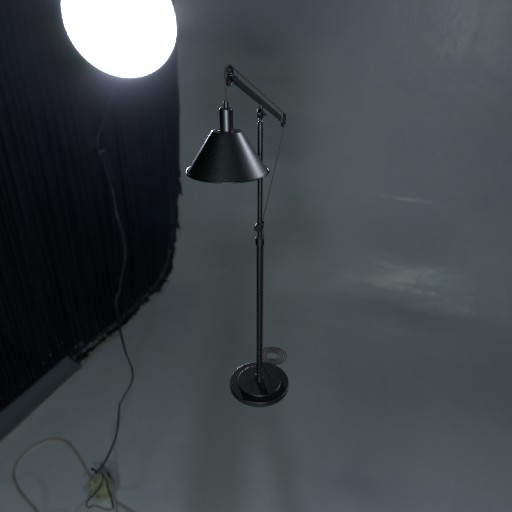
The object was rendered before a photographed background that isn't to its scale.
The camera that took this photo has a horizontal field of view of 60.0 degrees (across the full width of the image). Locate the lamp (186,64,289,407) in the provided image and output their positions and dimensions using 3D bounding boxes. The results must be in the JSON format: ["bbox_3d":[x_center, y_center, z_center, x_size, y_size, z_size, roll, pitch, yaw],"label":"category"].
[{"bbox_3d":[0.000,0.000,2.007,0.319,1.626,0.904,8,28,16],"label":"lamp"}]
